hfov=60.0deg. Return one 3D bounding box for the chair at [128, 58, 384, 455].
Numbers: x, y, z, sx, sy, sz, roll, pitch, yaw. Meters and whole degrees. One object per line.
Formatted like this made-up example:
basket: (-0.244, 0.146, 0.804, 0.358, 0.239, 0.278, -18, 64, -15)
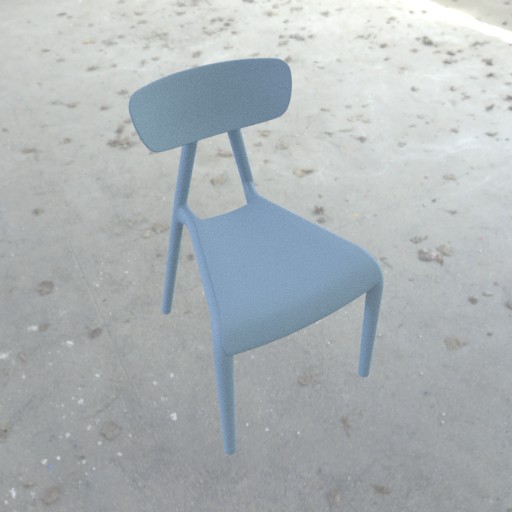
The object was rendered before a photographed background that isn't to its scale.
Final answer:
chair: (0.000, 0.000, 0.831, 0.356, 0.580, 0.401, -22, 50, -20)
